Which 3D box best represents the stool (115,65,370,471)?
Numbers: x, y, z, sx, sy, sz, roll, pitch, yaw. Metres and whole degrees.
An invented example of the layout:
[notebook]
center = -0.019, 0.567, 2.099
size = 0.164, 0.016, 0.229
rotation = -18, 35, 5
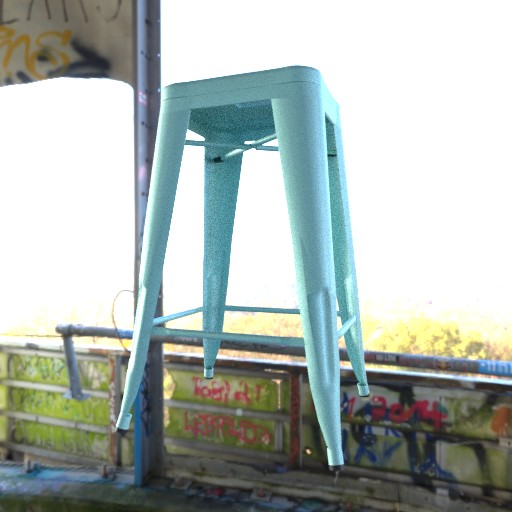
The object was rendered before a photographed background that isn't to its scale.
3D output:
[stool]
center = 0.000, 0.000, 0.857
size = 0.399, 0.609, 0.359
rotation = 0, 1, 20
